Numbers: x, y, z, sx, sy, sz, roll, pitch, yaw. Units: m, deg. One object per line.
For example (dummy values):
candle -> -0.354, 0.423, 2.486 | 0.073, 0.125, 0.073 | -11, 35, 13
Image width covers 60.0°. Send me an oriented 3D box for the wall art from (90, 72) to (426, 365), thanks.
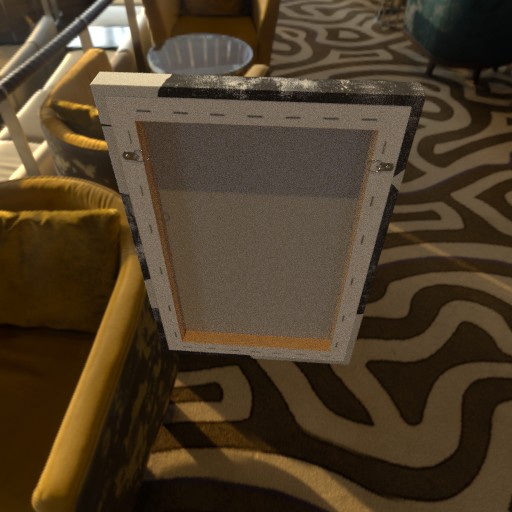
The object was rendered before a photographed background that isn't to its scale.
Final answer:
wall art -> 0.000, 0.000, 0.765 | 0.407, 0.610, 0.039 | 3, 46, 3
